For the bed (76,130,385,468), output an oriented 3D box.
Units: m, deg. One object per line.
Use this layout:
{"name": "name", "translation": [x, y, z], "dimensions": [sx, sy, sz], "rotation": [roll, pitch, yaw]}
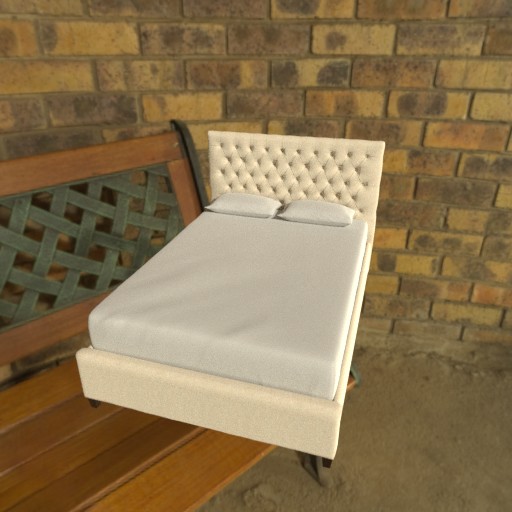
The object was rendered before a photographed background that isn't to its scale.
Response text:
{"name": "bed", "translation": [0.000, 0.000, 3.474], "dimensions": [1.698, 1.427, 2.387], "rotation": [8, 28, 15]}
